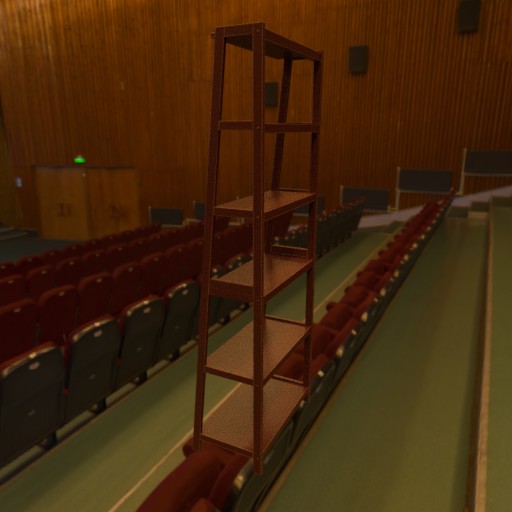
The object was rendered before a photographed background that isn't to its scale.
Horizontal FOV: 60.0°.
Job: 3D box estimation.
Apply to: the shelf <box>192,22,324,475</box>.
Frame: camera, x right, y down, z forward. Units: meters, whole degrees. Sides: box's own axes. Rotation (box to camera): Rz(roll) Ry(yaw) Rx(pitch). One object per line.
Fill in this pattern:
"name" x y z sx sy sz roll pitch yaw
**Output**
"shelf" 0.000 0.000 2.148 0.381 1.892 0.660 8 18 26
